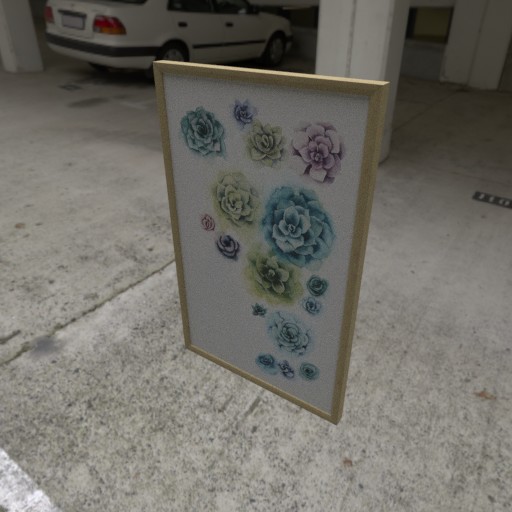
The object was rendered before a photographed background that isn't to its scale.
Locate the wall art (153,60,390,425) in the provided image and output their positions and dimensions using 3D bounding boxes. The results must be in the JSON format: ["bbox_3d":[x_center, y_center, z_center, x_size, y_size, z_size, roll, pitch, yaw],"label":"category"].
[{"bbox_3d":[0.000,0.000,1.039,0.510,0.810,0.039,19,35,29],"label":"wall art"}]
